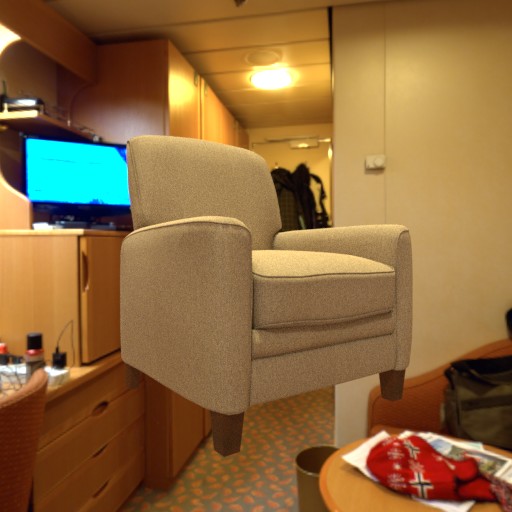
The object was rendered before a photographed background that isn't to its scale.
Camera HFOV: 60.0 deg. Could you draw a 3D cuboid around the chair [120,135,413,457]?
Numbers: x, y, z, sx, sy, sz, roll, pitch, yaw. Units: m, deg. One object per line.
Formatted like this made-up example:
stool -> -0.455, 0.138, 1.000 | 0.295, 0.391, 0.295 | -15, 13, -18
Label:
chair -> 0.000, 0.000, 1.646 | 0.848, 1.014, 0.864 | -1, 1, -36
